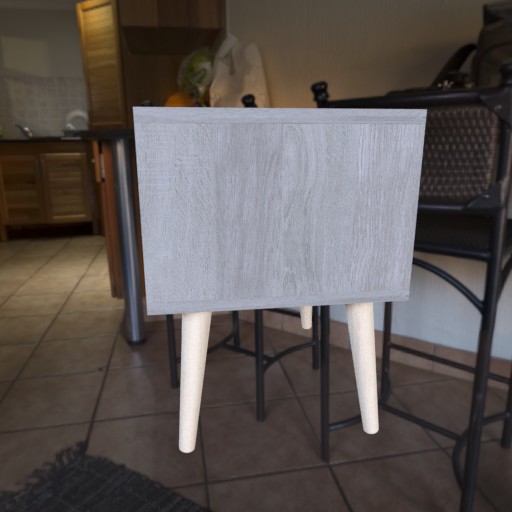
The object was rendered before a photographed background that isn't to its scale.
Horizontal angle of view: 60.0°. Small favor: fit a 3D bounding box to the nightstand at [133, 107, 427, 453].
[{"bbox_3d":[0.000,0.000,0.827,0.380,0.500,0.450,-2,15,-8],"label":"nightstand"}]
